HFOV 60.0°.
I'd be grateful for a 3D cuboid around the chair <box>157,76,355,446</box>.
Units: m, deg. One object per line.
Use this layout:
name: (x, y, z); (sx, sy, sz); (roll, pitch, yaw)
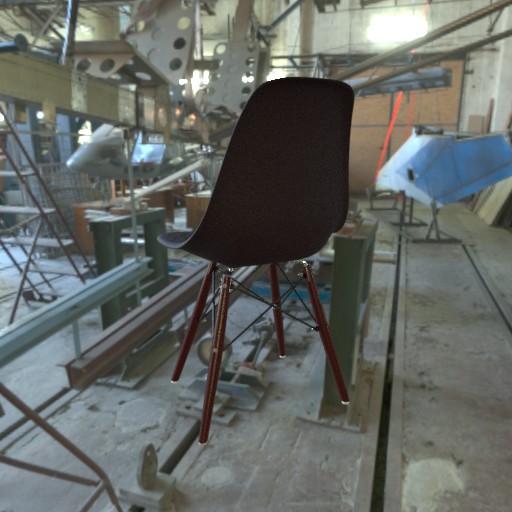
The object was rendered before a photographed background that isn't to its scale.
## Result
chair: (0.000, 0.000, 1.186); (0.470, 0.826, 0.533); (-7, 15, -26)
